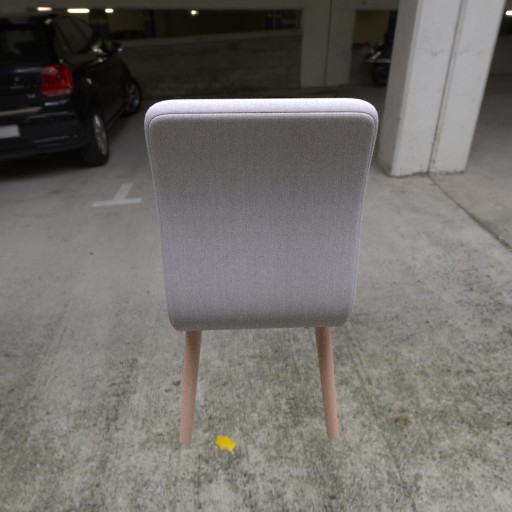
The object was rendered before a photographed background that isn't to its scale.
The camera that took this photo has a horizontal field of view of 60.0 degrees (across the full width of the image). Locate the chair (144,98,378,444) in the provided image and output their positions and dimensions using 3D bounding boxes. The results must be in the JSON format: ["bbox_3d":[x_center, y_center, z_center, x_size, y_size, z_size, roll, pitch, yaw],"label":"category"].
[{"bbox_3d":[0.000,0.000,1.184,0.435,0.885,0.550,-1,29,-2],"label":"chair"}]
